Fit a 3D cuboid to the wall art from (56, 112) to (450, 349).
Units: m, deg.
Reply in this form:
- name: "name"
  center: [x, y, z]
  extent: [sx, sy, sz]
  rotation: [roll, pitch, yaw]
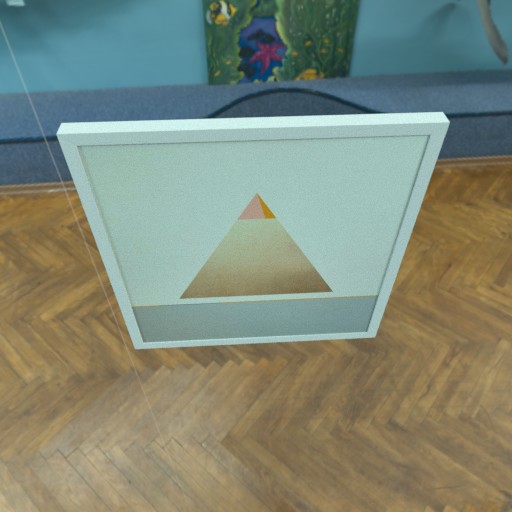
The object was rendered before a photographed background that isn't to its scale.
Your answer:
- name: "wall art"
  center: [0.000, 0.000, 1.153]
  extent: [0.768, 0.765, 0.041]
  rotation: [-2, 46, -2]
